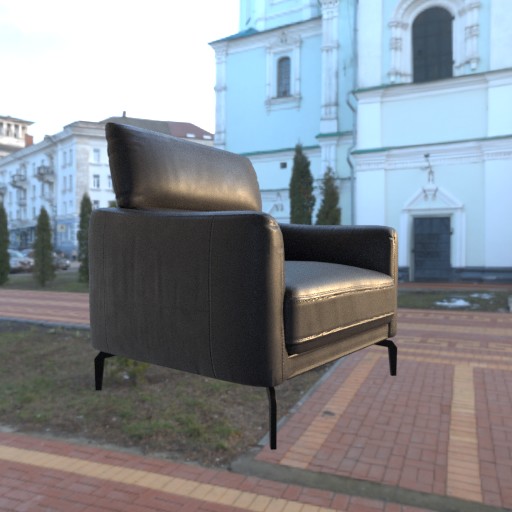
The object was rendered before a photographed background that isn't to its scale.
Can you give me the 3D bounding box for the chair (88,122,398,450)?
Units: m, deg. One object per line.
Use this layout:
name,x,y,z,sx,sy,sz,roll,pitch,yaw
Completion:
chair,0.000,0.000,1.653,0.809,0.949,0.976,1,1,38
